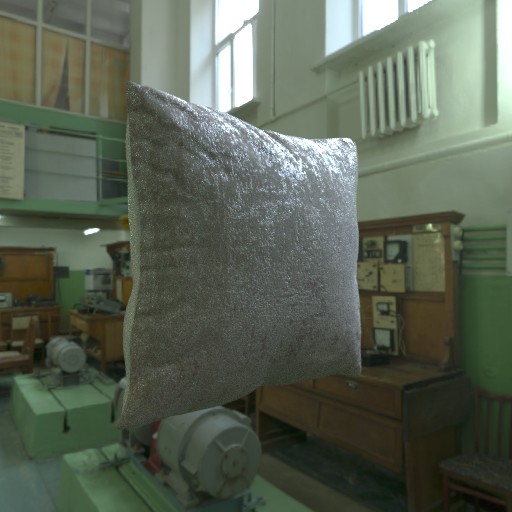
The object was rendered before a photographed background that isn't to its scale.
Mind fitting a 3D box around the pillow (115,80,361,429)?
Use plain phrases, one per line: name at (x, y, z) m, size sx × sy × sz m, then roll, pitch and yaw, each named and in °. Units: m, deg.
pillow at (0.000, 0.000, 0.706) m, size 0.450 × 0.448 × 0.245 m, roll 1°, pitch -2°, yaw -37°
